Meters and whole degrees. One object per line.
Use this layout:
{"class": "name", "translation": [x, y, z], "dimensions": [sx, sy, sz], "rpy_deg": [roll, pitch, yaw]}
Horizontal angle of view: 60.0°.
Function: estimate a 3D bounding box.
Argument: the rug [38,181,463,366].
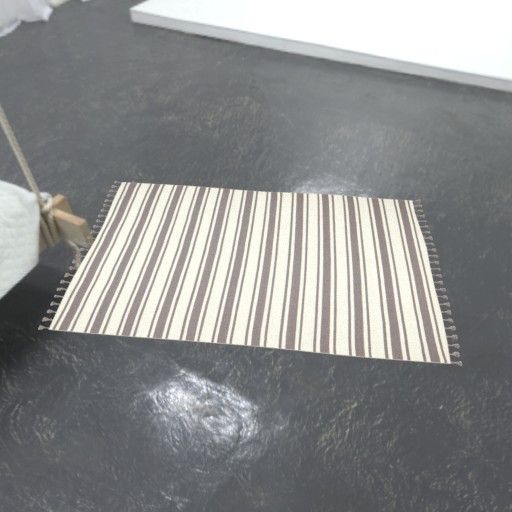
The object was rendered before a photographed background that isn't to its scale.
{"class": "rug", "translation": [0.000, 0.000, 2.567], "dimensions": [2.096, 0.011, 1.229], "rpy_deg": [4, 47, 4]}
